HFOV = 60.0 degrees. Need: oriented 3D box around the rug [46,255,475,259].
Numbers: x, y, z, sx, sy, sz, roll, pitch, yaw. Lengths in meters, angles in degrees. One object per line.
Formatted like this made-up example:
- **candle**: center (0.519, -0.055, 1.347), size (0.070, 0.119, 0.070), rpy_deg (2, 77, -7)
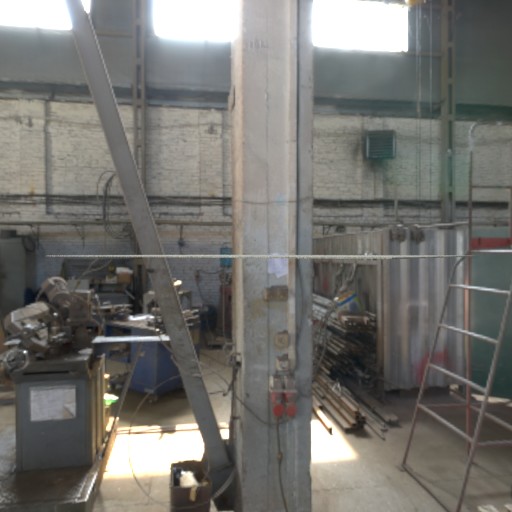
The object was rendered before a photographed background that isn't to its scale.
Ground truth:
- **rug**: center (0.000, 0.000, 2.832), size (2.283, 0.006, 1.521), rpy_deg (0, 0, 36)
